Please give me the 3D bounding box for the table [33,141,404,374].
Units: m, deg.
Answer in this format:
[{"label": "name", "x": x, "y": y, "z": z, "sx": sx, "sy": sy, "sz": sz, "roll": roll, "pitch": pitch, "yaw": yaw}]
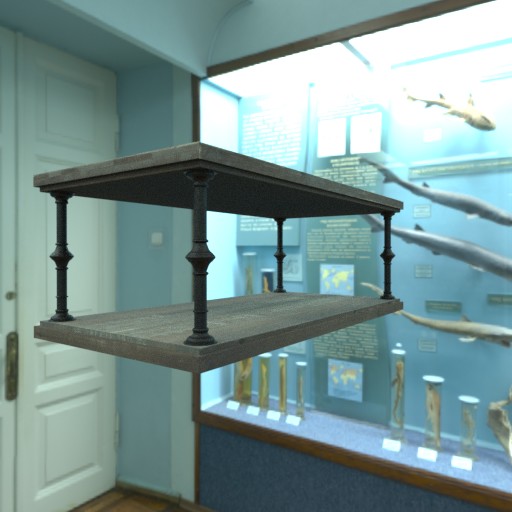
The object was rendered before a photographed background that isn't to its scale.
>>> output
[{"label": "table", "x": 0.000, "y": 0.000, "z": 1.361, "sx": 0.554, "sy": 0.399, "sz": 1.088, "roll": 0, "pitch": 0, "yaw": 36}]
